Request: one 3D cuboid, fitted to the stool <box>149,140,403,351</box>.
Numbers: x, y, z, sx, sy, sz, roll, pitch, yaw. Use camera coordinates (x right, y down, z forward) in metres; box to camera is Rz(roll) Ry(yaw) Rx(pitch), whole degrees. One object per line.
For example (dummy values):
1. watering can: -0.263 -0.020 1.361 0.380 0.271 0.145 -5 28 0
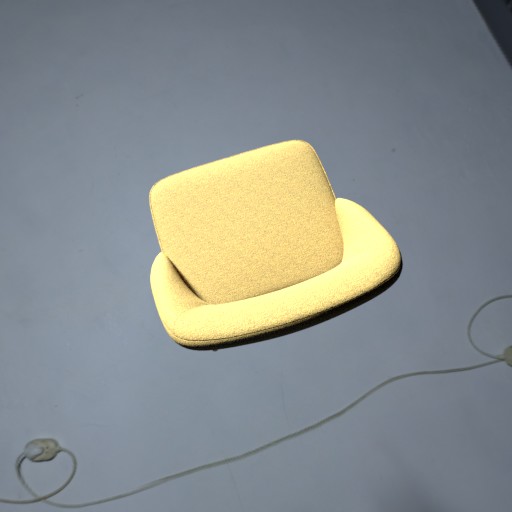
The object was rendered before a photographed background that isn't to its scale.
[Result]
1. stool: 0.000 0.000 1.262 0.536 0.939 0.522 -18 76 -5
